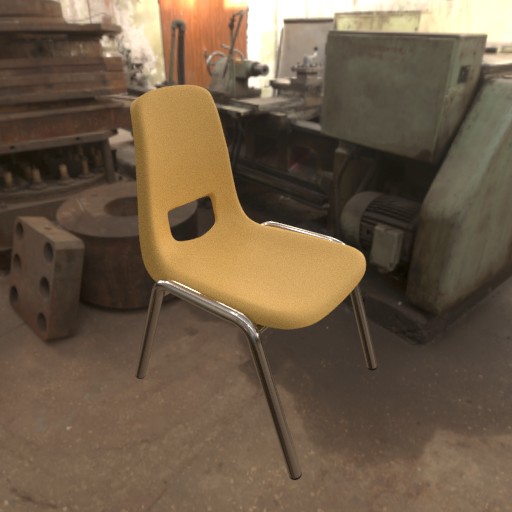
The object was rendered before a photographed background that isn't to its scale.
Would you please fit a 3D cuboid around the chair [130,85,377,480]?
[{"bbox_3d":[0.000,0.000,0.845,0.423,0.586,0.354,18,32,31],"label":"chair"}]
